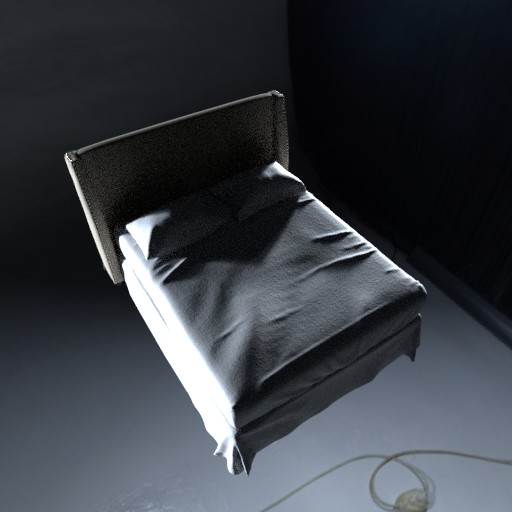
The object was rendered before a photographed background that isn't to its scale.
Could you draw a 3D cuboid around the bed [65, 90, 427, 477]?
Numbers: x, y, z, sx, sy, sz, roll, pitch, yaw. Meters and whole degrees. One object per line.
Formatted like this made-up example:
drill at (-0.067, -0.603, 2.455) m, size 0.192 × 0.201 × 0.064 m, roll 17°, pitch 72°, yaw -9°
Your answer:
bed at (0.000, 0.000, 3.415) m, size 1.925 × 1.332 × 2.276 m, roll -25°, pitch 51°, yaw -23°
